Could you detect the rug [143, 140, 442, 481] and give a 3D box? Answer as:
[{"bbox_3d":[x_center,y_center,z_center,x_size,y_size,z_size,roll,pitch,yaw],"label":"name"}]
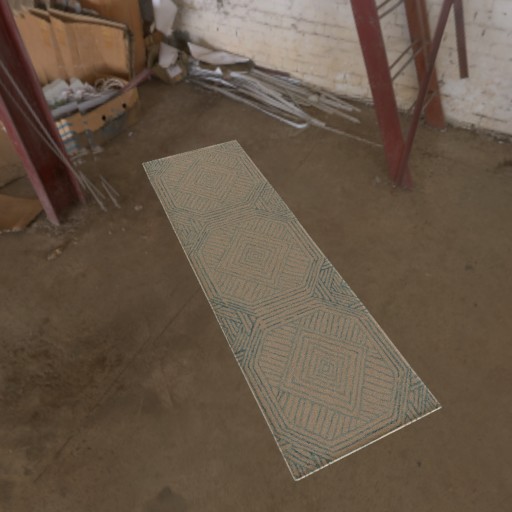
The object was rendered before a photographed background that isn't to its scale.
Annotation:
[{"bbox_3d":[0.000,0.000,2.700,0.775,0.012,2.452,-19,50,-17],"label":"rug"}]
